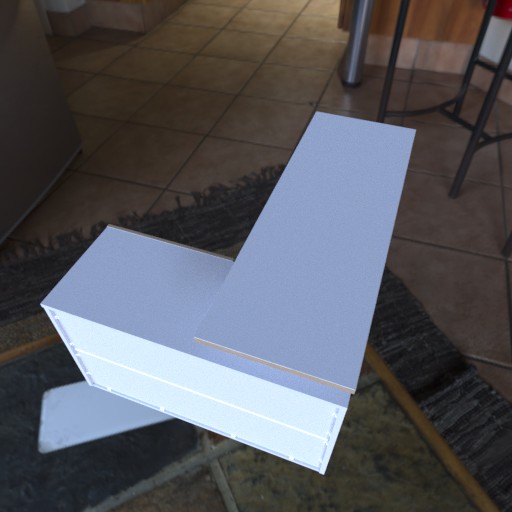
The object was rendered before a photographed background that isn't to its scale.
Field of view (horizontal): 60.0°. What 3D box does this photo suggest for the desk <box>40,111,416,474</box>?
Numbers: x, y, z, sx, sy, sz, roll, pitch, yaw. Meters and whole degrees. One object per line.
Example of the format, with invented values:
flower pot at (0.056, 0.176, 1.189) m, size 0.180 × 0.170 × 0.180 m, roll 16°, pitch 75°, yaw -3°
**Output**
desk at (0.000, 0.000, 2.058) m, size 1.098 × 0.755 × 1.404 m, roll 15°, pitch 49°, yaw 14°
